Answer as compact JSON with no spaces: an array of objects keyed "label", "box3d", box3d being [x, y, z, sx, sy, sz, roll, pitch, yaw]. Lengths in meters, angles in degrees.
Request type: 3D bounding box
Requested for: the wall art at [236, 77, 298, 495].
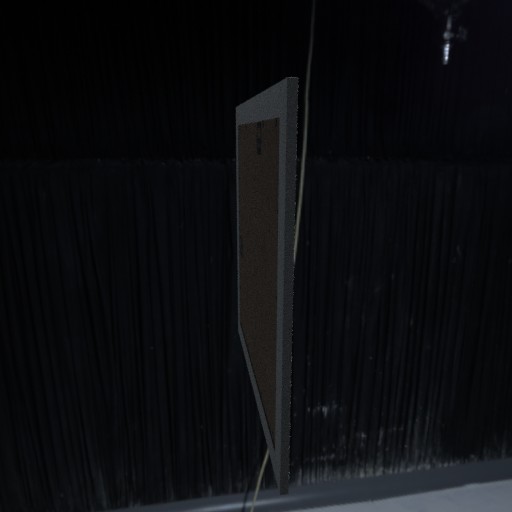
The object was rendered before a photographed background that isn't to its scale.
[{"label":"wall art","box3d":[0.000,0.000,0.869,0.013,0.584,0.584,-2,15,-8]}]
